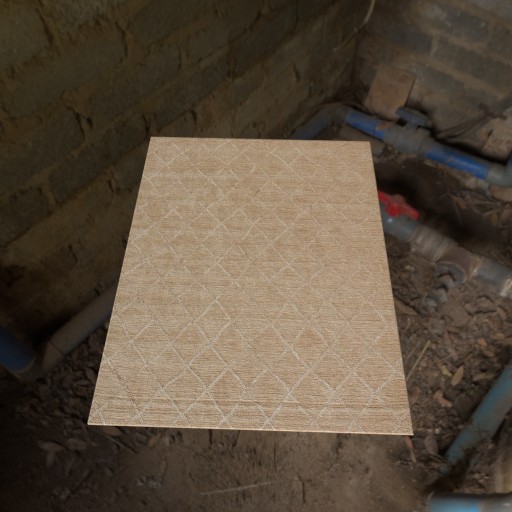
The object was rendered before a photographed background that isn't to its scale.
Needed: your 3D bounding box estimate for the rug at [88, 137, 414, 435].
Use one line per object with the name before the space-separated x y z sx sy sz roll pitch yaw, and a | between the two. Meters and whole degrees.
rug | 0.000 0.000 4.091 2.420 0.019 3.039 1 58 1
